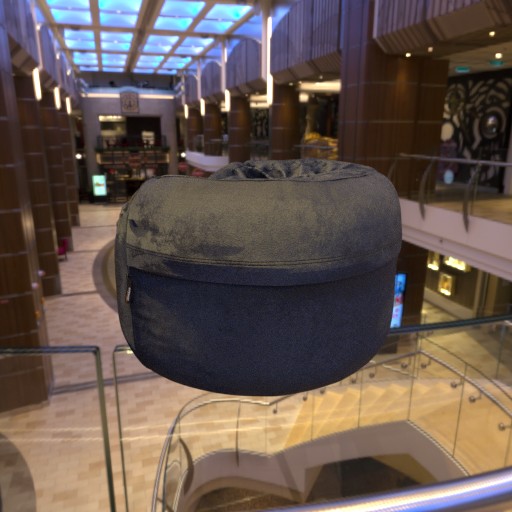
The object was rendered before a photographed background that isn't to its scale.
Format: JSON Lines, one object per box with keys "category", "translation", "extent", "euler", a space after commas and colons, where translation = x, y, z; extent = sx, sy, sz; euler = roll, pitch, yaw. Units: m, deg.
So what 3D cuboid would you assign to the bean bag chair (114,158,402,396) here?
{"category": "bean bag chair", "translation": [0.000, 0.000, 1.483], "extent": [0.918, 0.605, 0.918], "euler": [0, 16, 0]}
